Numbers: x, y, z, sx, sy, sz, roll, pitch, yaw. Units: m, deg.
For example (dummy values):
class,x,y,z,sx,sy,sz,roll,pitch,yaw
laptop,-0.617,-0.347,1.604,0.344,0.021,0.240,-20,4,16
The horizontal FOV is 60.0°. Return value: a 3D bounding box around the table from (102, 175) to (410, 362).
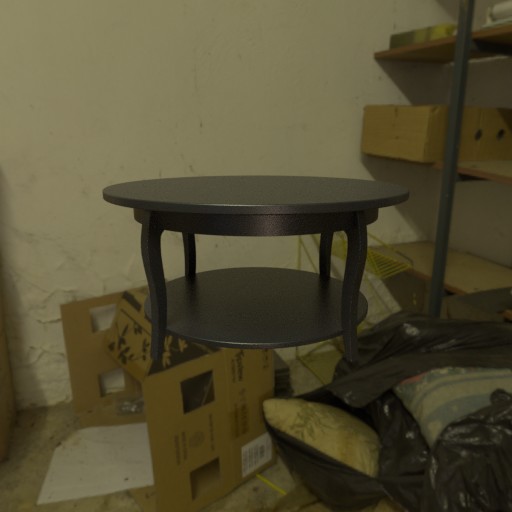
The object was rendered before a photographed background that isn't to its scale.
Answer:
class,x,y,z,sx,sy,sz,roll,pitch,yaw
table,0.000,0.000,1.446,0.914,0.457,0.914,0,14,0
